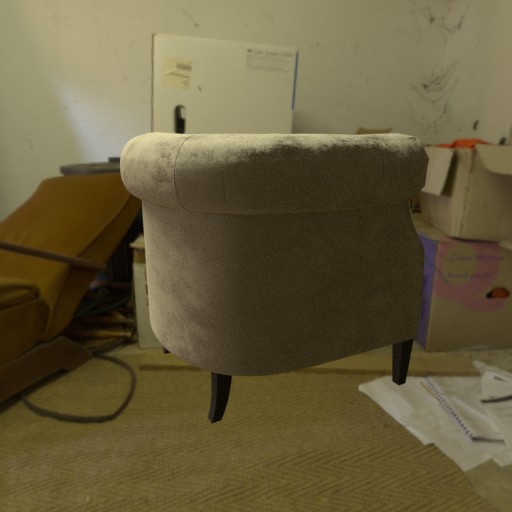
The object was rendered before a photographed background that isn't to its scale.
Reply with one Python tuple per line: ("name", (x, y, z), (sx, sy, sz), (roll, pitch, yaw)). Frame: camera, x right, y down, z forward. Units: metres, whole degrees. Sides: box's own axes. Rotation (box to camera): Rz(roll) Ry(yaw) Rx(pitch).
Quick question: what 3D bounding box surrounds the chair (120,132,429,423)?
("chair", (0.000, 0.000, 1.540), (0.851, 0.826, 0.904), (-8, 17, -27))
